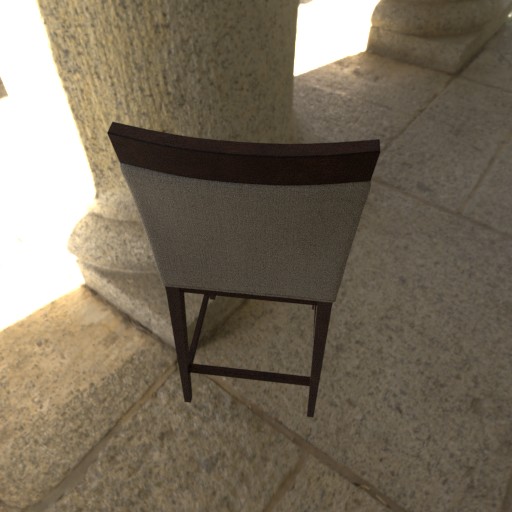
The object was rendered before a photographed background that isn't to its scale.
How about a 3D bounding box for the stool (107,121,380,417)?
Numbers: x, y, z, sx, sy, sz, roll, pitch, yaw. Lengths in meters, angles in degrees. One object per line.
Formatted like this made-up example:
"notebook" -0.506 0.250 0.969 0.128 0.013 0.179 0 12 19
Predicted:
"stool" 0.000 0.000 1.373 0.511 1.117 0.531 5 47 5
